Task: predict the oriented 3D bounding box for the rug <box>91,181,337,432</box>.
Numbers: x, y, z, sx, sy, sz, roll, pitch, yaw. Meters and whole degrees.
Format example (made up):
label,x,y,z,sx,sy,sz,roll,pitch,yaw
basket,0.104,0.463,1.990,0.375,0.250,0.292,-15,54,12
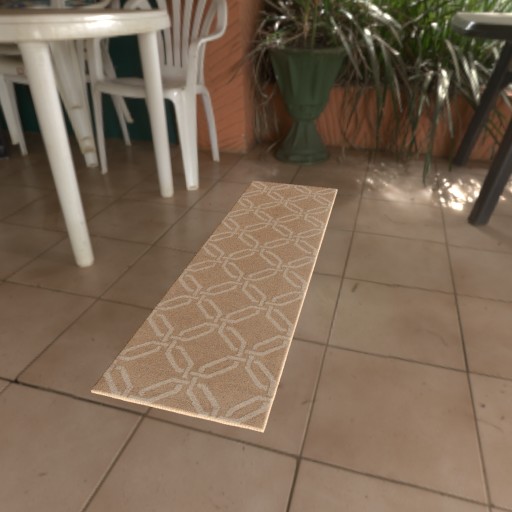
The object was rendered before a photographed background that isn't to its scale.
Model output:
label,x,y,z,sx,sy,sz,roll,pitch,yaw
rug,0.000,0.000,2.542,0.678,0.014,2.276,8,31,13
